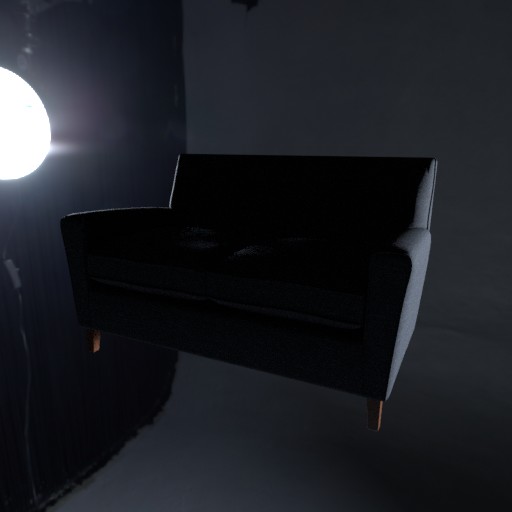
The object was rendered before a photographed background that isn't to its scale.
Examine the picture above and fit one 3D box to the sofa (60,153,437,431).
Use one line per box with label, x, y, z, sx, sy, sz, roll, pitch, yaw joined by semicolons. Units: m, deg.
sofa;0.000;0.000;1.960;1.420;0.846;0.875;7;16;26
